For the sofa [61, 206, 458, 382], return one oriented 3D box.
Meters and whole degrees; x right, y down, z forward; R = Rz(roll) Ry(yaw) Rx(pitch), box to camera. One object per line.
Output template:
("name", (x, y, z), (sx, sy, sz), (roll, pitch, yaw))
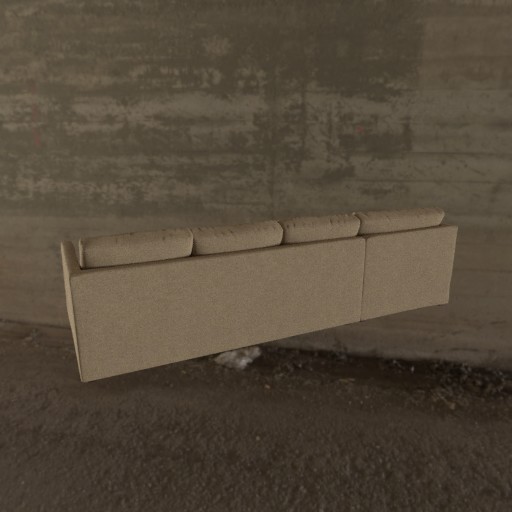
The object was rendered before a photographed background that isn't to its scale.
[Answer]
("sofa", (0.000, 0.000, 3.994), (3.198, 0.920, 1.638), (-7, 17, -25))
